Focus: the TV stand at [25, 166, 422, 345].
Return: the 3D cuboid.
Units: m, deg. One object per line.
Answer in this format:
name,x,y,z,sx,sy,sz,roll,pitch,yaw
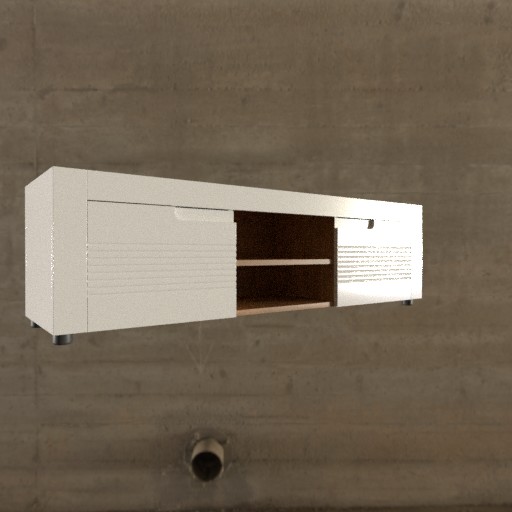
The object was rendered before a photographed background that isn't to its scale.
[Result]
TV stand,0.000,0.000,1.672,1.500,0.440,0.410,0,0,-36
